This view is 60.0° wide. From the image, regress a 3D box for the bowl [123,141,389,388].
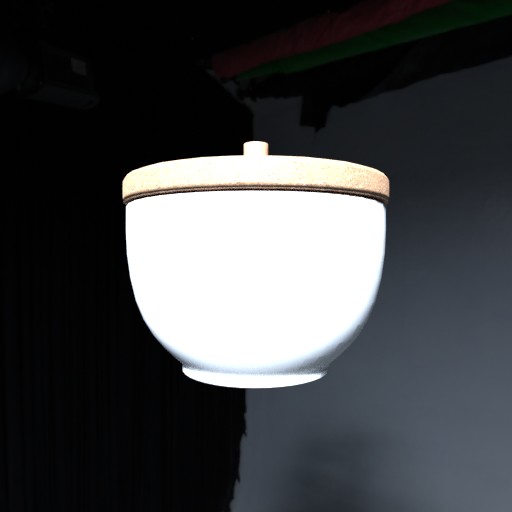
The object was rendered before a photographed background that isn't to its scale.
[{"bbox_3d":[0.000,0.000,0.219,0.126,0.110,0.126,0,0,0],"label":"bowl"}]
